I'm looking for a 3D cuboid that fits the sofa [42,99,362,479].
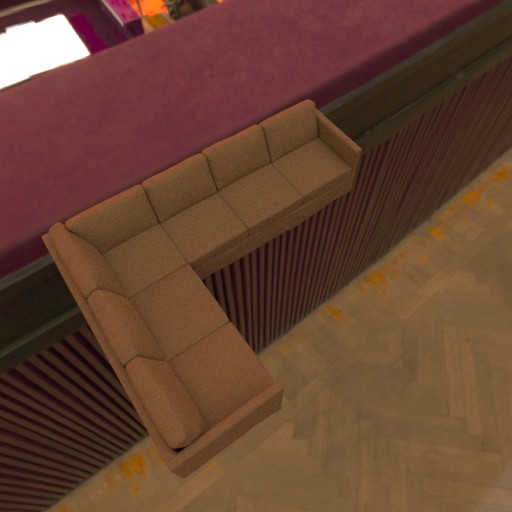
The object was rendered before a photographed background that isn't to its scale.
[{"bbox_3d":[0.000,0.000,4.268,3.182,0.871,2.432,-31,64,-17],"label":"sofa"}]
